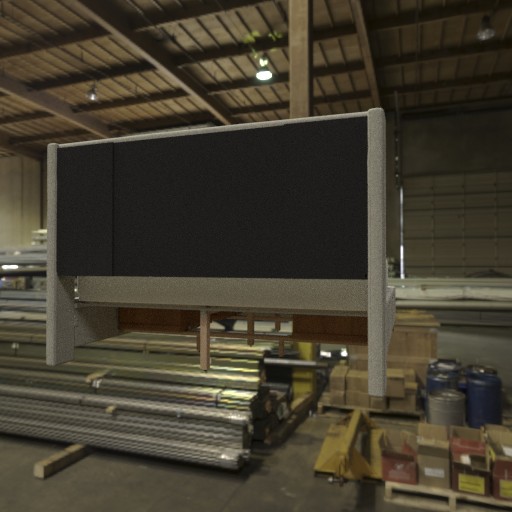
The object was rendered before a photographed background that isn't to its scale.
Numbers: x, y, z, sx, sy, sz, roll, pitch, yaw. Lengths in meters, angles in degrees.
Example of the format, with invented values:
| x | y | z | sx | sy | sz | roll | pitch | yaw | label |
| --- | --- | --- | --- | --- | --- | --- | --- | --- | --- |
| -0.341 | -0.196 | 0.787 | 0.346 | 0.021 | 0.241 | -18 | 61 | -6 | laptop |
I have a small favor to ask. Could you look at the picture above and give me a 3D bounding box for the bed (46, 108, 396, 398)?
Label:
| x | y | z | sx | sy | sz | roll | pitch | yaw | label |
| --- | --- | --- | --- | --- | --- | --- | --- | --- | --- |
| 0.000 | 0.000 | 3.638 | 2.140 | 1.470 | 2.280 | 0 | -1 | 19 | bed |
